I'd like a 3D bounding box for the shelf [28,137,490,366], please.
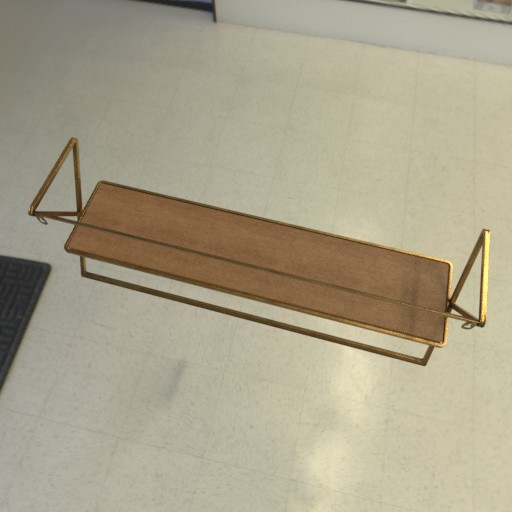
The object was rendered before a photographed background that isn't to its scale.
[{"bbox_3d":[0.000,0.000,0.734,0.645,0.229,0.150,14,64,7],"label":"shelf"}]
